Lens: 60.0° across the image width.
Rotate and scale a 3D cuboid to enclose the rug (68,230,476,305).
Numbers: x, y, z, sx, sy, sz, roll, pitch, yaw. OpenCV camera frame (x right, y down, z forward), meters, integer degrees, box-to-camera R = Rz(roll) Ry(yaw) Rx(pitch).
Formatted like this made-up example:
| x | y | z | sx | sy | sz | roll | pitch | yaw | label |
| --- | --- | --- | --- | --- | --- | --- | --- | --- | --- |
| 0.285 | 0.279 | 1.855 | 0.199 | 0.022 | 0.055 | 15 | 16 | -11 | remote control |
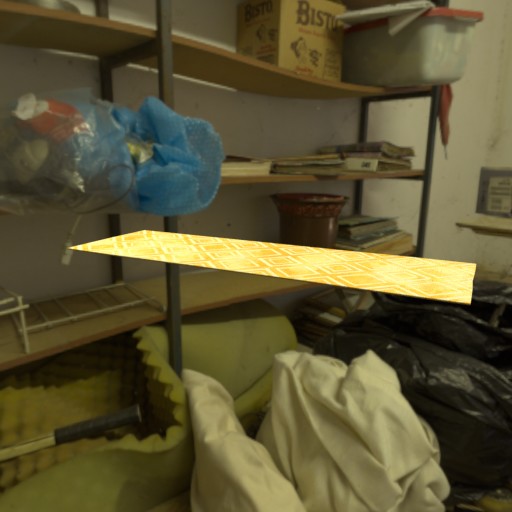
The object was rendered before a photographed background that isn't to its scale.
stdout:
| x | y | z | sx | sy | sz | roll | pitch | yaw | label |
| --- | --- | --- | --- | --- | --- | --- | --- | --- | --- |
| 0.000 | 0.000 | 2.744 | 2.438 | 0.010 | 0.775 | 7 | 15 | 26 | rug |
